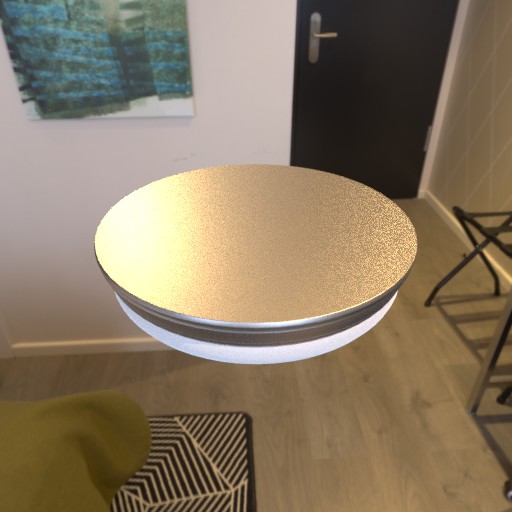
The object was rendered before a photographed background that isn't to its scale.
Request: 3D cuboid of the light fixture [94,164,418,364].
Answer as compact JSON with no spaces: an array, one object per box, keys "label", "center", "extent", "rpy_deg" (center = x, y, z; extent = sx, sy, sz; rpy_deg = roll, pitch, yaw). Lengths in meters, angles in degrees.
[{"label":"light fixture","center":[0.000,0.000,0.552],"extent":[0.368,0.100,0.368],"rpy_deg":[0,33,0]}]
